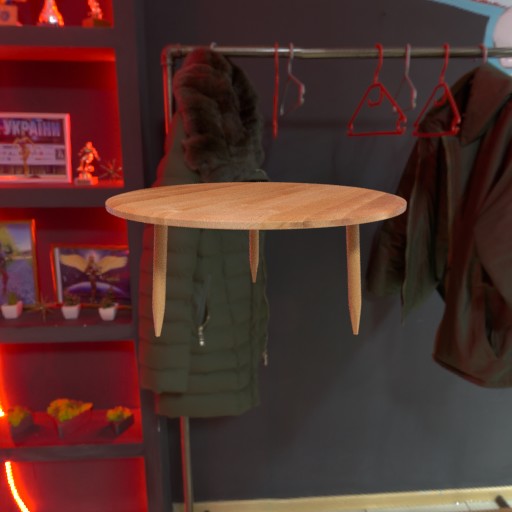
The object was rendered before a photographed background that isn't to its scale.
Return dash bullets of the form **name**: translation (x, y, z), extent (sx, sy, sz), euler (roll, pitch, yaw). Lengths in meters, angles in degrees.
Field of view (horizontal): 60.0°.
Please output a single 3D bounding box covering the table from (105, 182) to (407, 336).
- **table**: translation (0.000, 0.000, 1.443), extent (0.900, 0.400, 0.900), euler (0, 15, 0)
